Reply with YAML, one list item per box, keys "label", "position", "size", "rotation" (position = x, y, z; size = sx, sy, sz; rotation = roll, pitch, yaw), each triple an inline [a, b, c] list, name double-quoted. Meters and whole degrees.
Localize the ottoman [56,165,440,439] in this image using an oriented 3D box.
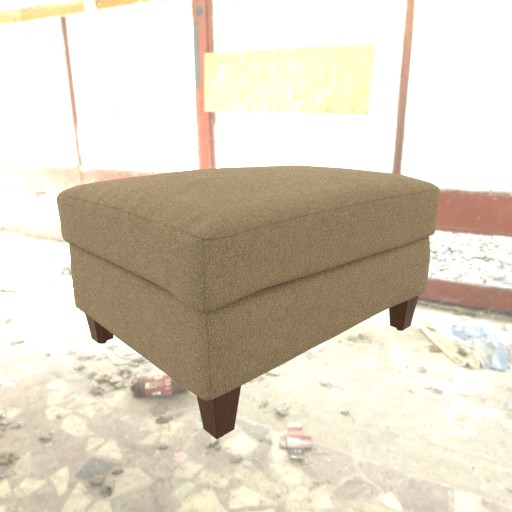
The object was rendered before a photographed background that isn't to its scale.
- label: "ottoman"
  position: [0.000, 0.000, 1.298]
  size: [0.889, 0.511, 0.692]
  rotation: [-15, 22, -41]
